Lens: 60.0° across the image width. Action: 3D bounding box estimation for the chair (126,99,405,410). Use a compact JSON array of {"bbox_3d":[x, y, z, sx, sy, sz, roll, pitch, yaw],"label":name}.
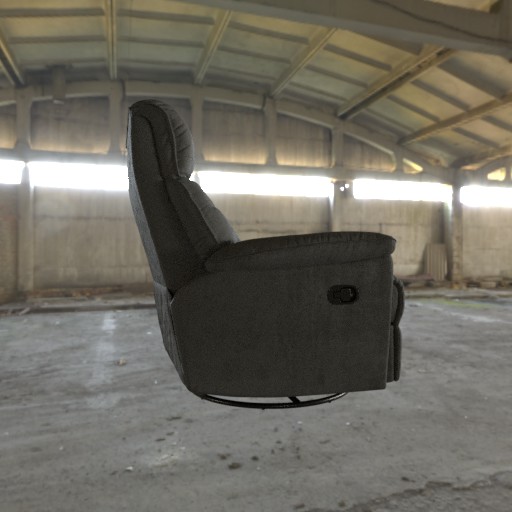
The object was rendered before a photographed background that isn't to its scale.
[{"bbox_3d":[0.000,0.000,1.789,1.004,1.037,0.820,0,0,-17],"label":"chair"}]
